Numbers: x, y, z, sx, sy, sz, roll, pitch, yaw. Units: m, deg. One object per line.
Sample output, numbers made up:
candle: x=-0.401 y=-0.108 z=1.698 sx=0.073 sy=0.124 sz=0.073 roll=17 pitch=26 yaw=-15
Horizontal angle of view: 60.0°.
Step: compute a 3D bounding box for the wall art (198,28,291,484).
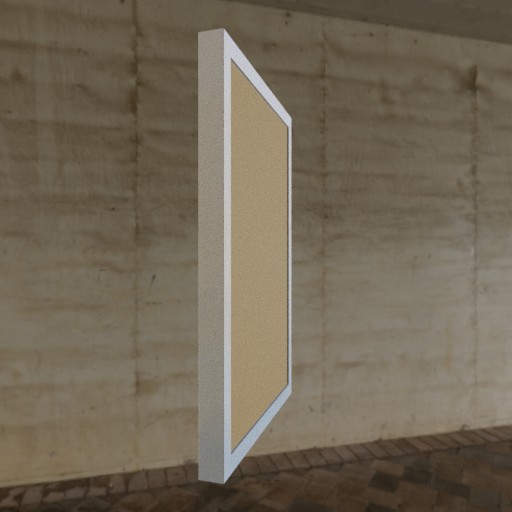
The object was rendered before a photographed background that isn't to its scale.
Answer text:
wall art: x=0.000 y=0.000 z=0.794 sx=0.038 sy=0.611 sz=0.408 roll=0 pitch=0 yaw=17
